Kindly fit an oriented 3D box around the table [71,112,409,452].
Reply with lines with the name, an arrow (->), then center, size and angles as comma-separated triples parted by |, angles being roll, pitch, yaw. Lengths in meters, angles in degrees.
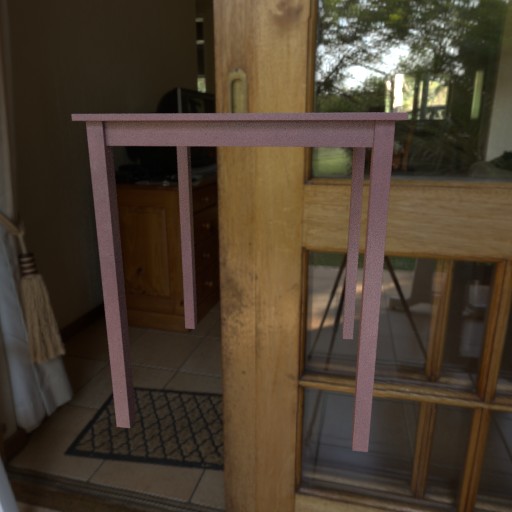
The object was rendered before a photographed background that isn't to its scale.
table -> 0.000, 0.000, 1.659 | 0.861, 0.991, 0.861 | 2, 16, 8
